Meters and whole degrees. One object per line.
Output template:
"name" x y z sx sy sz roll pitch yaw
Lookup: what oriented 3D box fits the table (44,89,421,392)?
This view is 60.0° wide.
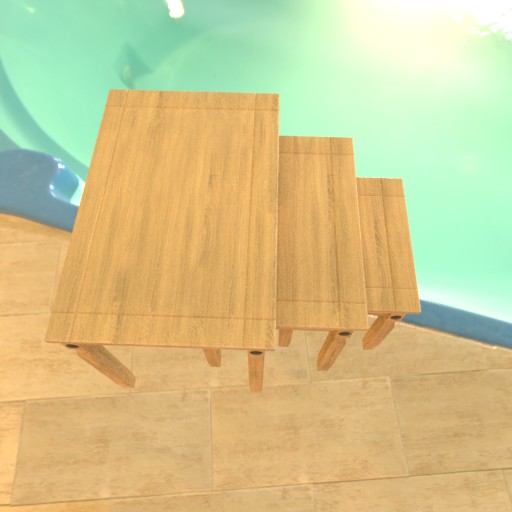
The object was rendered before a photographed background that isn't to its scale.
"table" 0.000 0.000 1.212 0.773 0.535 0.660 2 63 1
